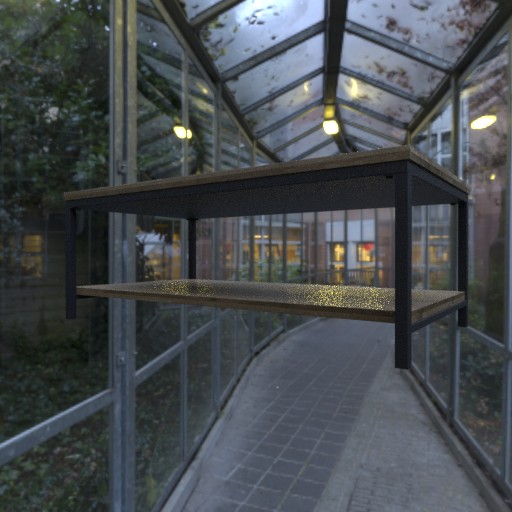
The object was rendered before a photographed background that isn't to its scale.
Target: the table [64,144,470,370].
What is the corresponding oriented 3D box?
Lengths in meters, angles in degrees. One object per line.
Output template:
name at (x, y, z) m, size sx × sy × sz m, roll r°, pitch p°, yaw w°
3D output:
table at (0.000, 0.000, 1.311) m, size 1.062 × 0.393 × 0.574 m, roll 0°, pitch 0°, yaw 35°
